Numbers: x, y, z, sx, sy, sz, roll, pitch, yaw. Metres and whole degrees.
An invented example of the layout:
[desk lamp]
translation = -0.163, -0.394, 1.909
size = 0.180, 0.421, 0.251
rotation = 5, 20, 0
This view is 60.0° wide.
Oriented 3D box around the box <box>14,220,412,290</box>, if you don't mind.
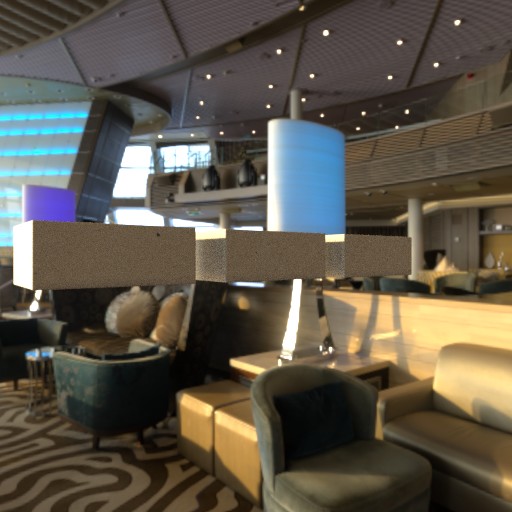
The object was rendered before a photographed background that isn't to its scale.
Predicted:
[box]
translation = 0.000, 0.000, 0.487
size = 0.461, 0.051, 0.082
rotation = 0, 0, -37
